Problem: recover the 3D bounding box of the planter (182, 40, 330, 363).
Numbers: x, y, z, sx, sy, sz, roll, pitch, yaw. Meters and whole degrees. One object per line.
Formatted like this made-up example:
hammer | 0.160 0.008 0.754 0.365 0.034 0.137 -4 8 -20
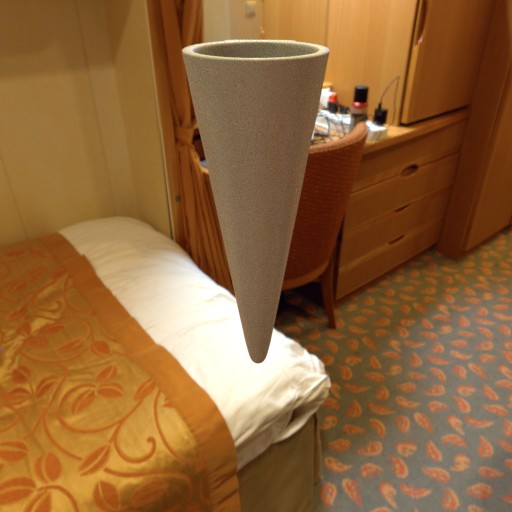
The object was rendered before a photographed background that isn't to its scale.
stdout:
planter | 0.000 0.000 0.224 0.057 0.191 0.064 2 31 3
